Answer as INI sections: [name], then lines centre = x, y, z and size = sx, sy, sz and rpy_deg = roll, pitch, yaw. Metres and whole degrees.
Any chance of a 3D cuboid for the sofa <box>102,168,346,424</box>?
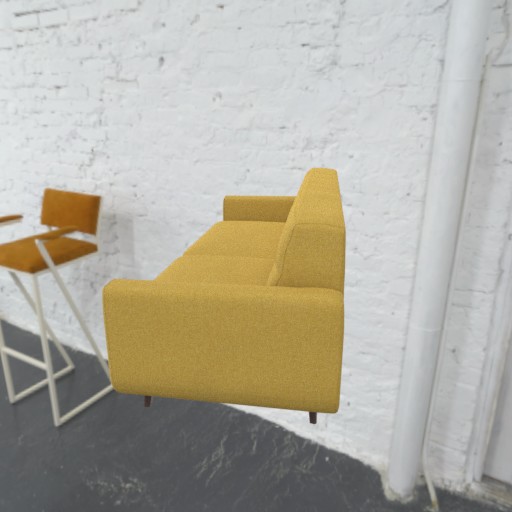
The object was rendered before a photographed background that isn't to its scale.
[sofa]
centre = 0.000, 0.000, 2.503
size = 0.909, 0.841, 2.029
rpy_deg = 3, 17, 9
